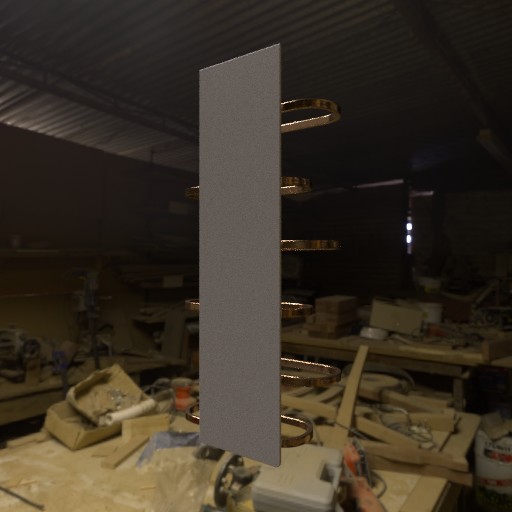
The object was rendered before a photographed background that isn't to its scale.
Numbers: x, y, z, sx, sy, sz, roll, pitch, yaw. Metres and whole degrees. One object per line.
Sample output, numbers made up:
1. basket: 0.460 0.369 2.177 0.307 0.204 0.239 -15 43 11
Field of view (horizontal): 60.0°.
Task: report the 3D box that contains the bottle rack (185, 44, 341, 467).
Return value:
1. bottle rack: 0.000 0.000 0.840 0.332 0.709 0.118 0 0 36
